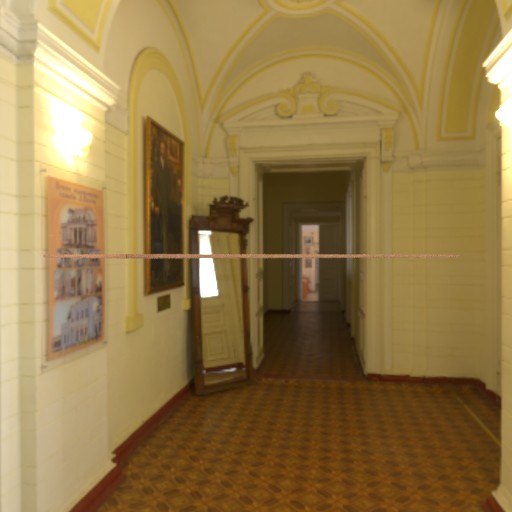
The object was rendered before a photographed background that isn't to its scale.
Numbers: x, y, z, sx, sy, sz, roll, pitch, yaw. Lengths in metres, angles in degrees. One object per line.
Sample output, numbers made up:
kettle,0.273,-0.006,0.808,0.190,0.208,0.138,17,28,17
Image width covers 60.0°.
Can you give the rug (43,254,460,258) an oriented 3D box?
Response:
rug,0.000,0.000,2.329,1.829,0.014,1.219,0,0,-36
